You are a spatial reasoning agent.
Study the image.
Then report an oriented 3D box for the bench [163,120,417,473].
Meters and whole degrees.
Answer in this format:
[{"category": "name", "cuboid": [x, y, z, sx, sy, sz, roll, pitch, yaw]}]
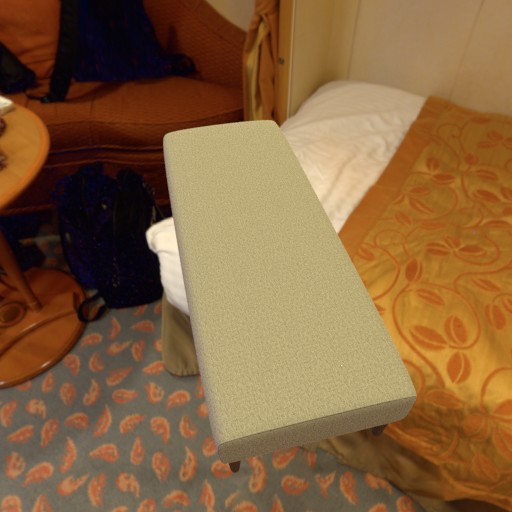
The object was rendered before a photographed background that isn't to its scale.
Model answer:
[{"category": "bench", "cuboid": [0.000, 0.000, 1.879, 0.631, 0.383, 1.598, -10, 47, -9]}]
